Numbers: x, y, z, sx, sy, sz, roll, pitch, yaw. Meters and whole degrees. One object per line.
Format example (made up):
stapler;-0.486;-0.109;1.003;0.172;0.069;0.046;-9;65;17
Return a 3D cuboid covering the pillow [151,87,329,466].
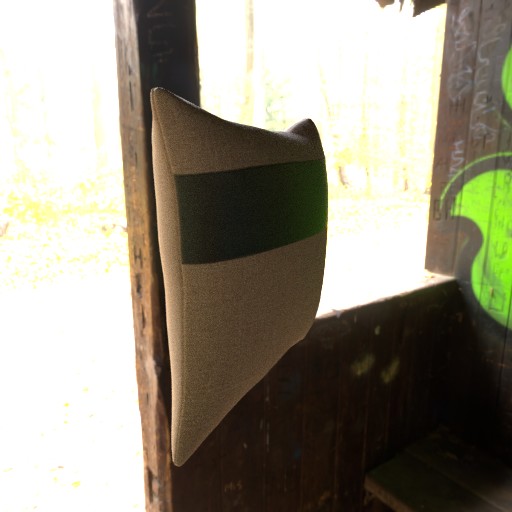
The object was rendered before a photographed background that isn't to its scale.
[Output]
pillow;0.000;0.000;0.623;0.173;0.399;0.414;6;14;26
